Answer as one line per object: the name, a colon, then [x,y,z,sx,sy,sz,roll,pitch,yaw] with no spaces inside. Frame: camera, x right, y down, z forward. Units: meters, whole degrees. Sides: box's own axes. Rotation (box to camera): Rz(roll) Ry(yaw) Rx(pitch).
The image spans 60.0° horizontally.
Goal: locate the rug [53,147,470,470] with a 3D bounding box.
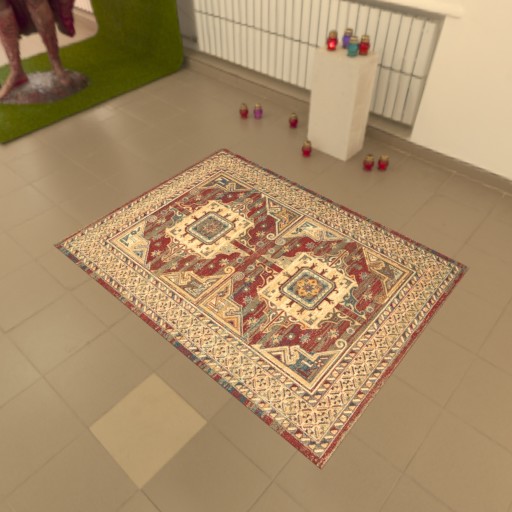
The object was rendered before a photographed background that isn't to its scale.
rug: [0.000,0.000,4.229,3.197,0.013,2.381,32,53,28]
